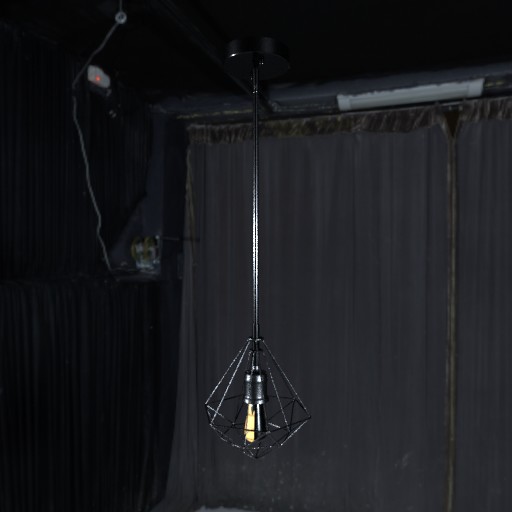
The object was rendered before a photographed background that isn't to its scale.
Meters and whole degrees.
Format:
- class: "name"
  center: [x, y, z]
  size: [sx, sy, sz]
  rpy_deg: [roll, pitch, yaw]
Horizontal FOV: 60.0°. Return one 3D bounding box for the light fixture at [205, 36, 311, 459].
- class: "light fixture"
  center: [0.000, 0.000, 1.928]
  size: [0.487, 1.764, 0.431]
  rpy_deg: [0, 0, 19]
